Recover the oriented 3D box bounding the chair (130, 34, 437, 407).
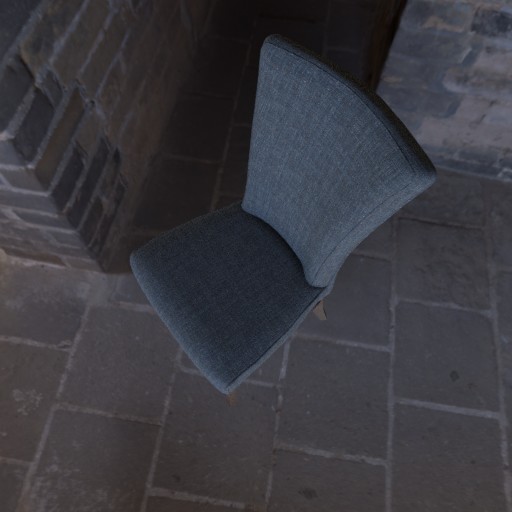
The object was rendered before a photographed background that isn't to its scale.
[{"bbox_3d":[0.000,0.000,1.332,0.660,0.991,0.520,-35,70,-15],"label":"chair"}]
